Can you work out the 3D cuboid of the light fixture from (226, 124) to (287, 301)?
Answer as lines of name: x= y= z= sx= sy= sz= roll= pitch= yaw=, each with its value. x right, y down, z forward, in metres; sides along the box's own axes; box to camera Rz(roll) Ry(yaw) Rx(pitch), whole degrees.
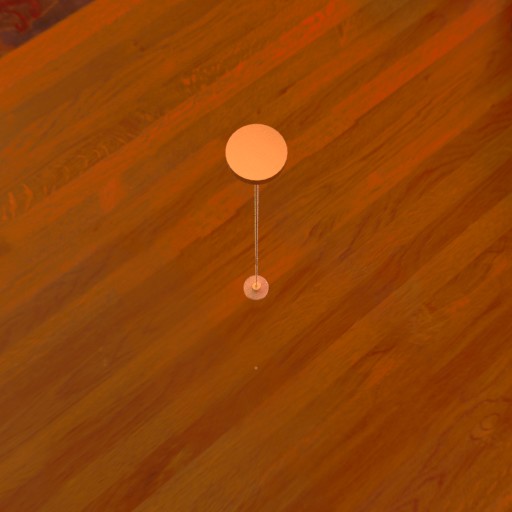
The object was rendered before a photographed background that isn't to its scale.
light fixture: x=0.000 y=0.000 z=1.673 sx=0.129 sy=1.669 sz=0.129 roll=21 pitch=77 yaw=5
